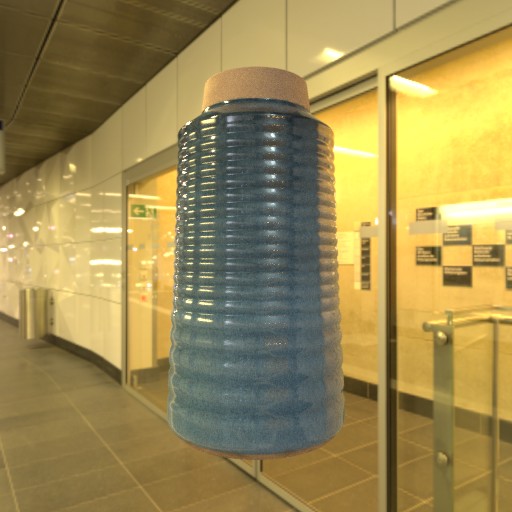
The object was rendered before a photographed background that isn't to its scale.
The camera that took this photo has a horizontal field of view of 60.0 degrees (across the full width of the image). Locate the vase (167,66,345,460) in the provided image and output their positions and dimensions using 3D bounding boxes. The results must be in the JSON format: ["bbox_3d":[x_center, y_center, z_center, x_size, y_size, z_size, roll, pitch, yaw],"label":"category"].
[{"bbox_3d":[0.000,0.000,0.416,0.163,0.316,0.163,0,0,0],"label":"vase"}]
